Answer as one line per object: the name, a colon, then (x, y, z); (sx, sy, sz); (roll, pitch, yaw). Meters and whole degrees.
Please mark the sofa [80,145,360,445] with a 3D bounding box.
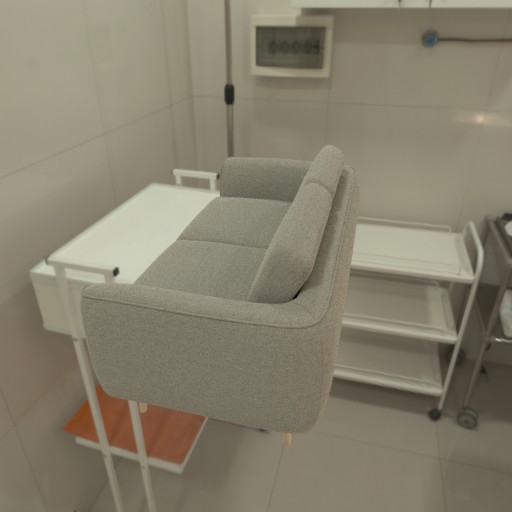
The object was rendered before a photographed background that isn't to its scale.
sofa: (0.000, 0.000, 2.195); (0.920, 0.850, 1.700); (7, 30, 13)
